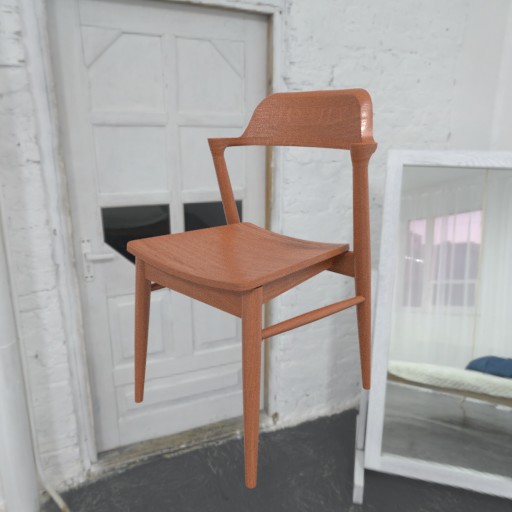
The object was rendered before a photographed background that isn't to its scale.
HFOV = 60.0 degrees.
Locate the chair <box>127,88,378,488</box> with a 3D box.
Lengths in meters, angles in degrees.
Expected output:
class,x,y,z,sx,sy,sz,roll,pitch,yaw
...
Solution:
class,x,y,z,sx,sy,sz,roll,pitch,yaw
chair,0.000,0.000,1.111,0.496,0.801,0.499,15,23,41
